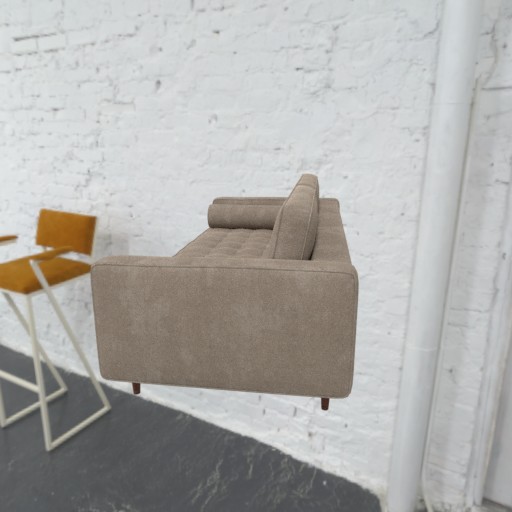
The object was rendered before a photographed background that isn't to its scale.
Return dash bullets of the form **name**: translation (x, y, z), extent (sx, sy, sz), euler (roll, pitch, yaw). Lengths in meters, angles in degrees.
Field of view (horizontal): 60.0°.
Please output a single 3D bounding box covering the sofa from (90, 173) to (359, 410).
- **sofa**: translation (0.000, 0.000, 2.352), extent (0.920, 0.769, 1.883), euler (2, 15, 8)
